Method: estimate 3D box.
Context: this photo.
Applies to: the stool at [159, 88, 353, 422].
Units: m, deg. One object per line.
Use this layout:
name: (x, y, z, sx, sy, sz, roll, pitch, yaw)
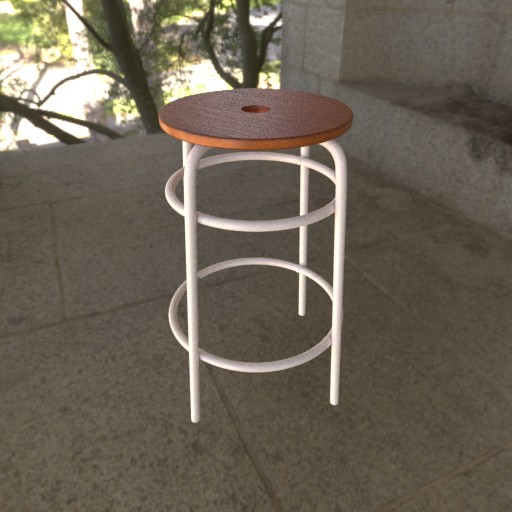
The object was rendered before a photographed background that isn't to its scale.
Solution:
stool: (0.000, 0.000, 0.939, 0.455, 0.610, 0.455, 22, 38, 30)
